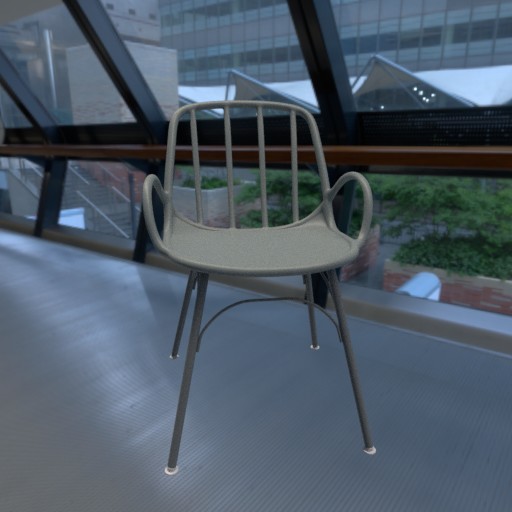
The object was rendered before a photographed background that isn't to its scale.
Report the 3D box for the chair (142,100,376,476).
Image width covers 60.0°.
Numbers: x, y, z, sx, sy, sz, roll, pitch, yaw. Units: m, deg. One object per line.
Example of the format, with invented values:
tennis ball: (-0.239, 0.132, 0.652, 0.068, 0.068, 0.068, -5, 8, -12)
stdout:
chair: (0.000, 0.000, 1.175, 0.549, 0.816, 0.597, -2, 16, -8)
